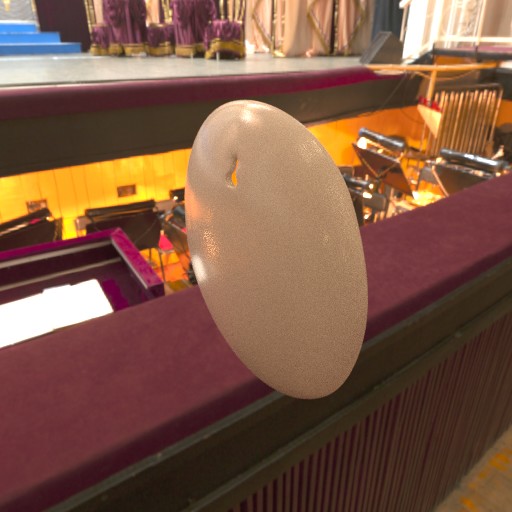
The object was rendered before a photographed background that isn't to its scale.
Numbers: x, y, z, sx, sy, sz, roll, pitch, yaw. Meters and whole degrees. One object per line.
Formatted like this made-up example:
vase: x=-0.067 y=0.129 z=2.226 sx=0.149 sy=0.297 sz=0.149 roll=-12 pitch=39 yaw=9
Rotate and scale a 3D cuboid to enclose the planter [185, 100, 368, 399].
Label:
planter: x=0.000 y=0.000 z=0.282 sx=0.043 sy=0.188 sz=0.185 roll=-17 pitch=32 yaw=-30
